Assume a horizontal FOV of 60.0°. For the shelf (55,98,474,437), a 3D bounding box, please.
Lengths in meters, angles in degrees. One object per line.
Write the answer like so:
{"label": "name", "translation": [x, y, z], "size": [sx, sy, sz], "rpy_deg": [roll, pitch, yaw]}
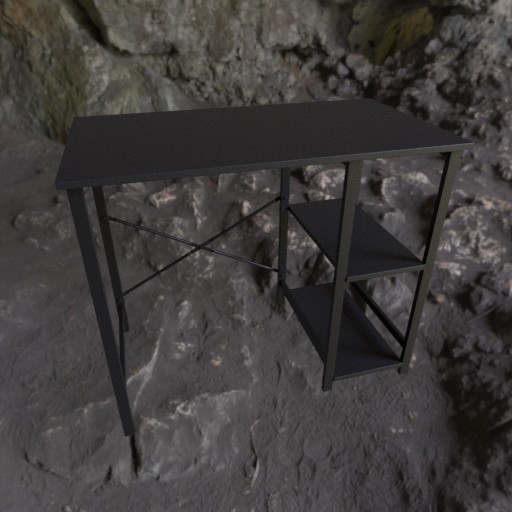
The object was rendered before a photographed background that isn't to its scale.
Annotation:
{"label": "shelf", "translation": [0.000, 0.000, 1.310], "size": [0.902, 0.749, 0.498], "rpy_deg": [-8, 32, -13]}
